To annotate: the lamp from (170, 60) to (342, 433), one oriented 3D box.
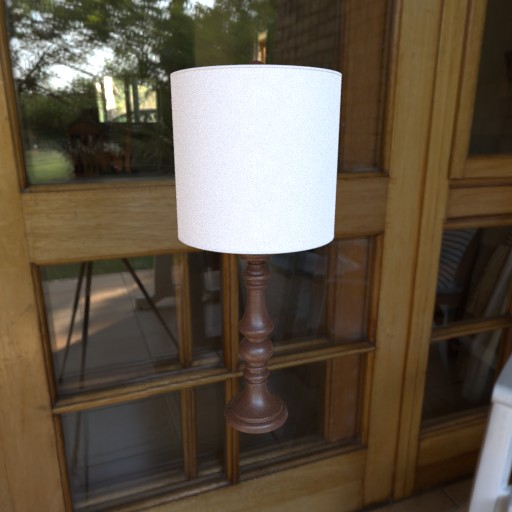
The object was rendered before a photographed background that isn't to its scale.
[{"bbox_3d":[0.000,0.000,0.732,0.250,0.597,0.250,-7,17,-25],"label":"lamp"}]
